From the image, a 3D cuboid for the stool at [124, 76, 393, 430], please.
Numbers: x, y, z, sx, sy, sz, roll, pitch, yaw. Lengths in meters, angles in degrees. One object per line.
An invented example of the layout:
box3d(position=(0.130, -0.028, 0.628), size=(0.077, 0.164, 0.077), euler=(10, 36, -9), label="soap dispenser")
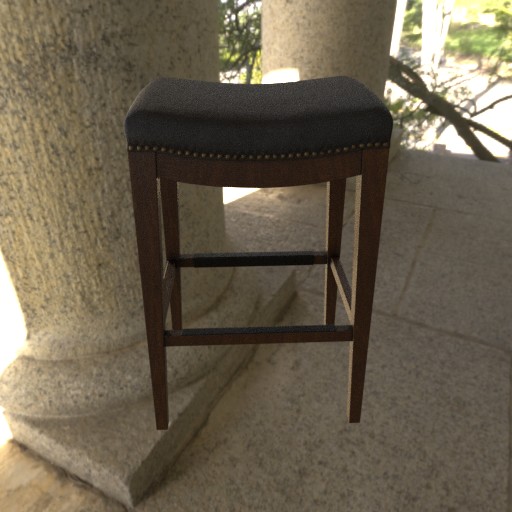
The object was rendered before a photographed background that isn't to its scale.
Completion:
box3d(position=(0.000, 0.000, 1.045), size=(0.500, 0.765, 0.361), euler=(-1, 31, -2), label="stool")
